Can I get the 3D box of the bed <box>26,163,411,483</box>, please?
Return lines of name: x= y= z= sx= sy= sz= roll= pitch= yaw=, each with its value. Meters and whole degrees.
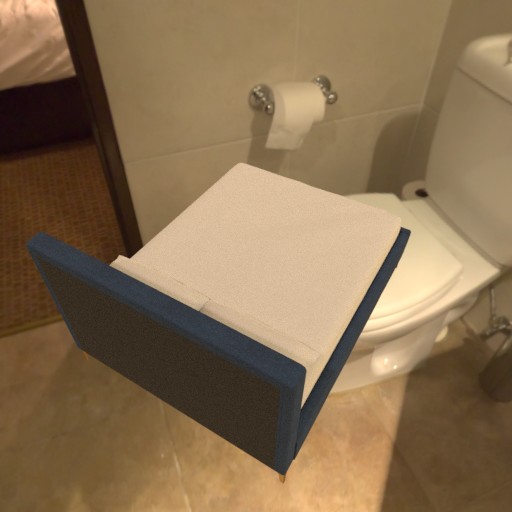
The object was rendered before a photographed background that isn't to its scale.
bed: x=0.000 y=0.000 z=3.218 sx=1.723 sy=1.231 sz=2.172 roll=23 pitch=50 yaw=21
